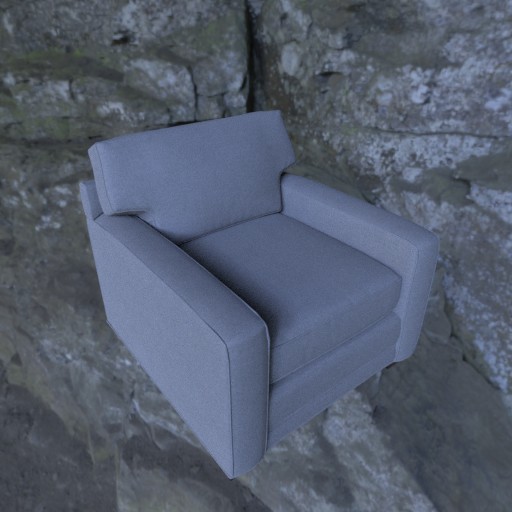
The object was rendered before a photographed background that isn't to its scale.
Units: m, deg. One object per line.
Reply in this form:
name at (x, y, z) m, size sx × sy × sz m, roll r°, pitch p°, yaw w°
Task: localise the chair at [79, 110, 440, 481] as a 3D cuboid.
chair at (0.000, 0.000, 1.807) m, size 0.999 × 0.934 × 1.044 m, roll -21°, pitch 36°, yaw -32°
